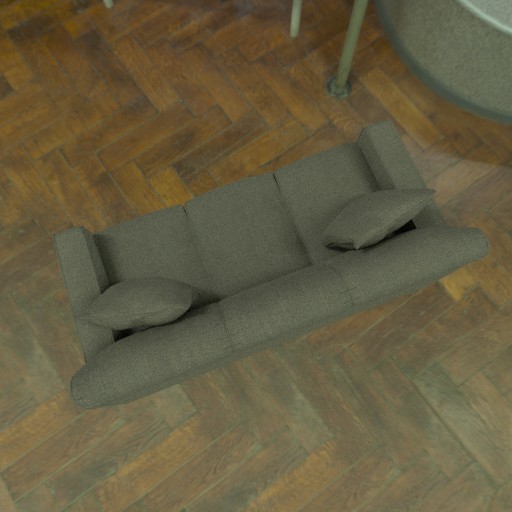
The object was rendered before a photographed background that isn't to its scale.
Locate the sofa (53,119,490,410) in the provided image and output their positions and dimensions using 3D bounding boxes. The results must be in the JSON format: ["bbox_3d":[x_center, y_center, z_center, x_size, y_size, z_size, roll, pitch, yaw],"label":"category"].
[{"bbox_3d":[0.000,0.000,2.501,2.024,0.958,0.997,-20,75,-6],"label":"sofa"}]
